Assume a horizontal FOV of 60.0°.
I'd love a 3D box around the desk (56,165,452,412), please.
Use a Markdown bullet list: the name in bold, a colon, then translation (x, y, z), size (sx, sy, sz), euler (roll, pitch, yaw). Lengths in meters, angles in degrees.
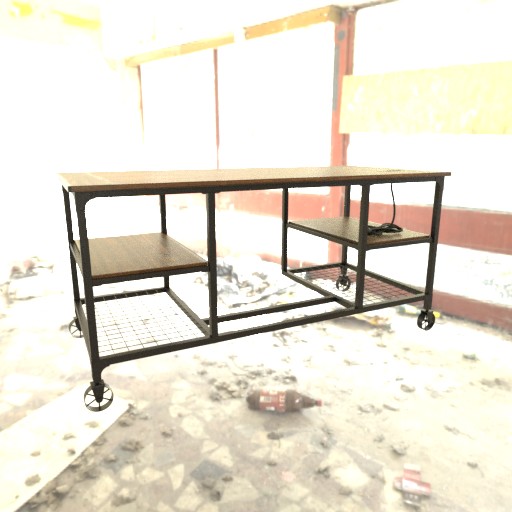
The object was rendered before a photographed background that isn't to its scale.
- **desk**: translation (0.000, 0.000, 2.007), size (1.590, 0.751, 0.711), euler (-7, 16, -25)
